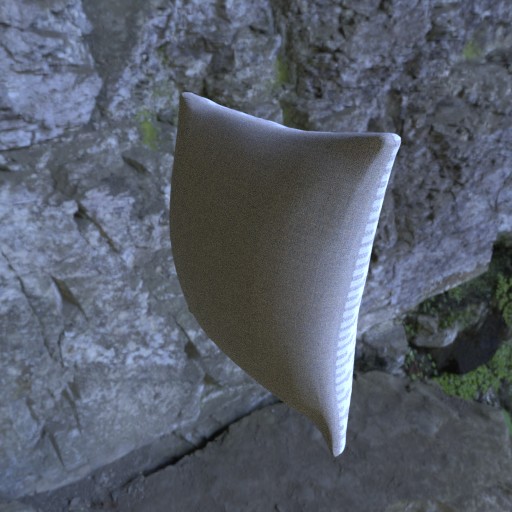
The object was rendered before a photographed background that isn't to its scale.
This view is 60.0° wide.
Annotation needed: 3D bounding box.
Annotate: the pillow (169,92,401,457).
[{"bbox_3d":[0.000,0.000,0.768,0.219,0.491,0.496,-18,32,-31],"label":"pillow"}]
